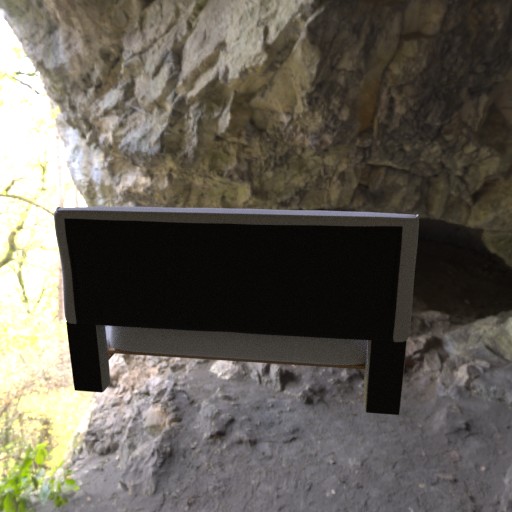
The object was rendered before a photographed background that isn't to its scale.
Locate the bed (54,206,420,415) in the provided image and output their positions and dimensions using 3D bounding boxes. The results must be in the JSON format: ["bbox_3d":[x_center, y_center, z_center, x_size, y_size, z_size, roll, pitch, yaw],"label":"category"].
[{"bbox_3d":[0.000,0.000,3.366,1.840,1.067,2.368,2,15,7],"label":"bed"}]
